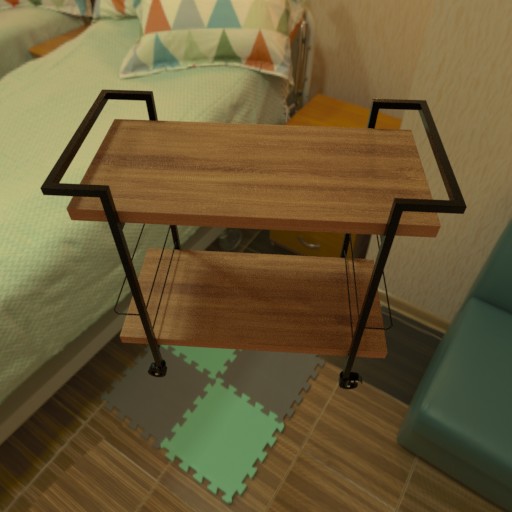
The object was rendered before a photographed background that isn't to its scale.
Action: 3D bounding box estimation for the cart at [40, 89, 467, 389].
[{"bbox_3d":[0.000,0.000,1.251,0.806,0.762,0.406,3,48,3],"label":"cart"}]
